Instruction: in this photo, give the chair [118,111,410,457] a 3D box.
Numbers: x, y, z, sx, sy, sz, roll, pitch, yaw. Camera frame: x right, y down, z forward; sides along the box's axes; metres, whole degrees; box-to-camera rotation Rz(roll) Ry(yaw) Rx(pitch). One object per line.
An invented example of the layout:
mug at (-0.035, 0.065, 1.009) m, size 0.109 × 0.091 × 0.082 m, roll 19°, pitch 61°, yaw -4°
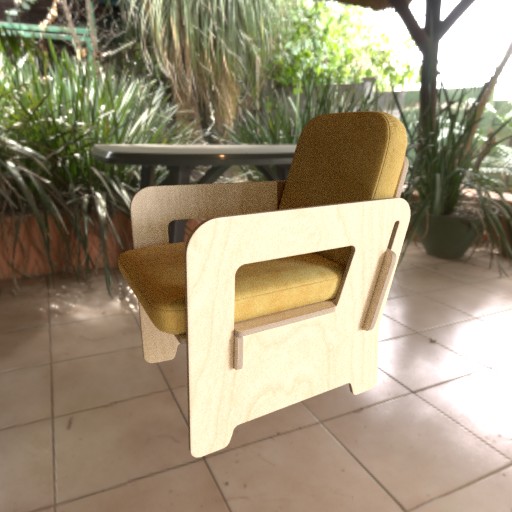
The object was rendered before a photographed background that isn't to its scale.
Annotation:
chair at (0.000, 0.000, 1.278) m, size 0.710 × 0.800 × 0.590 m, roll -8°, pitch 17°, yaw -25°
